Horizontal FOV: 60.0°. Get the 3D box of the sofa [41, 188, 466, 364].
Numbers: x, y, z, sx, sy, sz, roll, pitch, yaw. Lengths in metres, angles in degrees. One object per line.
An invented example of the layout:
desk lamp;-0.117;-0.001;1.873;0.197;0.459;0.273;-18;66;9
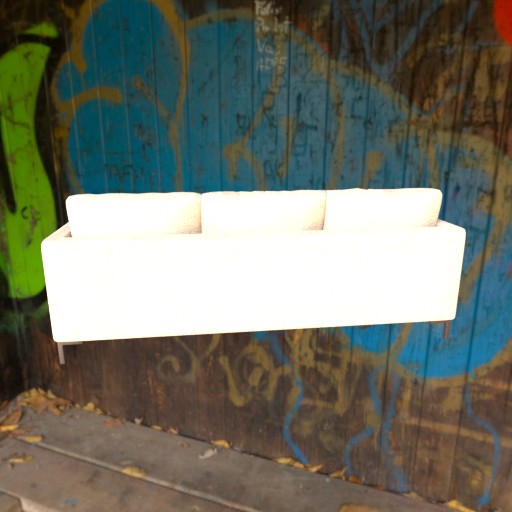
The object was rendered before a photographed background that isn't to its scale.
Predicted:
sofa;0.000;0.000;2.734;2.218;0.874;0.859;-2;16;-7
